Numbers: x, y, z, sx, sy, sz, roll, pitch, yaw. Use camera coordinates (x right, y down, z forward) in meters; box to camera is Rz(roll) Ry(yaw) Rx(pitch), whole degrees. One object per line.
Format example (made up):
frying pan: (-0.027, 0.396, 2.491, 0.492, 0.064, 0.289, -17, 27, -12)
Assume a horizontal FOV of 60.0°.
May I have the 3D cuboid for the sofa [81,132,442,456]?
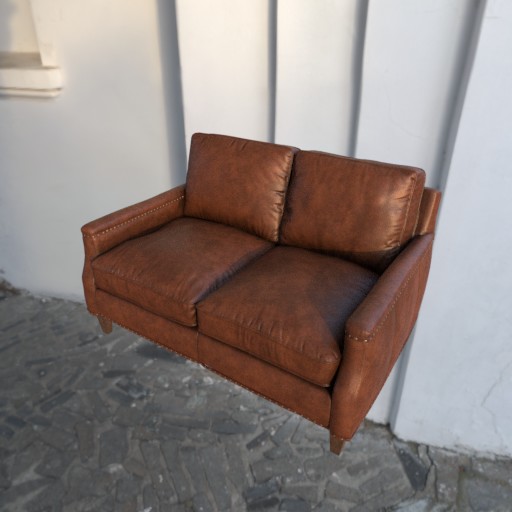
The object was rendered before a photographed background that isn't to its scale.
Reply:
sofa: (0.000, 0.000, 2.327, 1.628, 1.003, 1.083, 18, 34, 29)
